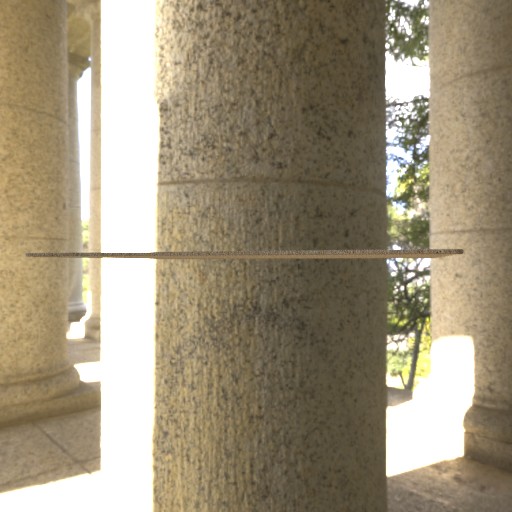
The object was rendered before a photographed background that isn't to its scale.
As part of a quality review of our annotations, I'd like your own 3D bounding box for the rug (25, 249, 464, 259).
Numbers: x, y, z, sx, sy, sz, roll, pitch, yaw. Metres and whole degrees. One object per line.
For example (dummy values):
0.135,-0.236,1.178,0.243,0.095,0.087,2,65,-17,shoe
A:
0.000,0.000,3.397,2.700,0.024,1.801,0,-1,18,rug
